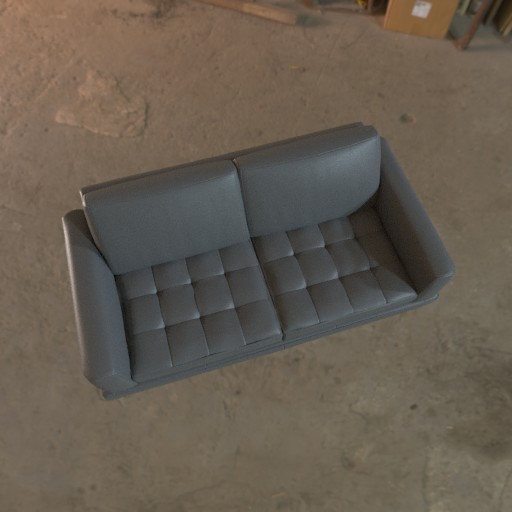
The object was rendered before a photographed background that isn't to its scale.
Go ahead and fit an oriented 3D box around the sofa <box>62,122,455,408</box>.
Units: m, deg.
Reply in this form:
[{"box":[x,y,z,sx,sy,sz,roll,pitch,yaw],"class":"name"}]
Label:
[{"box":[0.000,0.000,2.741,2.177,0.930,1.121,-15,65,-7],"class":"sofa"}]
